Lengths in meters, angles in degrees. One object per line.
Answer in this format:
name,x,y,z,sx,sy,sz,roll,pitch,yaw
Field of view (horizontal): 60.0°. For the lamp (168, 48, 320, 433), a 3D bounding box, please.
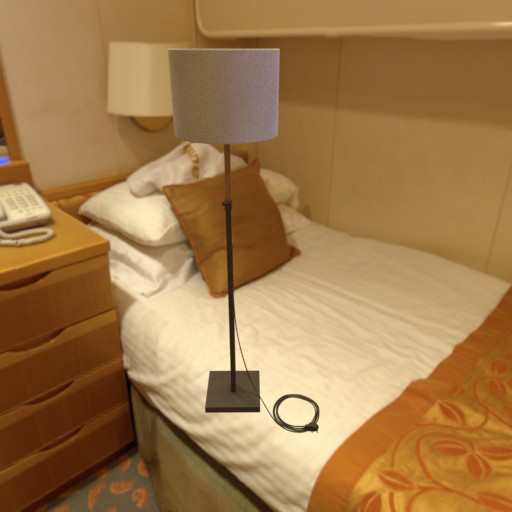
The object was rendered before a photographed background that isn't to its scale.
lamp,0.000,0.000,1.949,0.639,1.650,0.474,0,25,0
